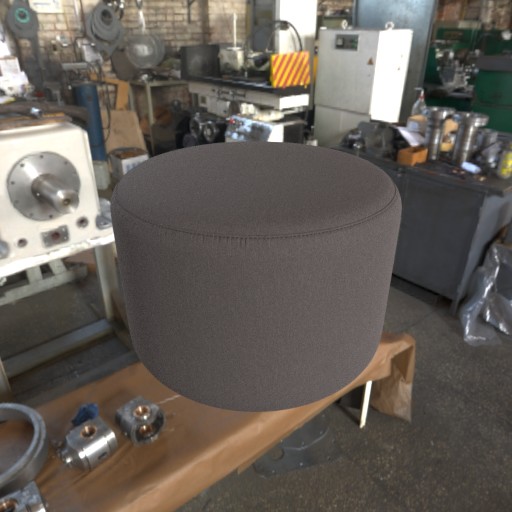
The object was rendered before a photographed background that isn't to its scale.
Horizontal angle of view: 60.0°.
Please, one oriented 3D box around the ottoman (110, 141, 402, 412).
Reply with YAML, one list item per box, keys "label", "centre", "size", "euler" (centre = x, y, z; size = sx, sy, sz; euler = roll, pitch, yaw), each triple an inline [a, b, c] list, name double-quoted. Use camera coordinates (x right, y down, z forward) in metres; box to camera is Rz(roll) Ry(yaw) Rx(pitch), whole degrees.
- label: "ottoman"
  centre: [0.000, 0.000, 1.030]
  size: [0.608, 0.433, 0.608]
  euler: [0, 28, 0]
